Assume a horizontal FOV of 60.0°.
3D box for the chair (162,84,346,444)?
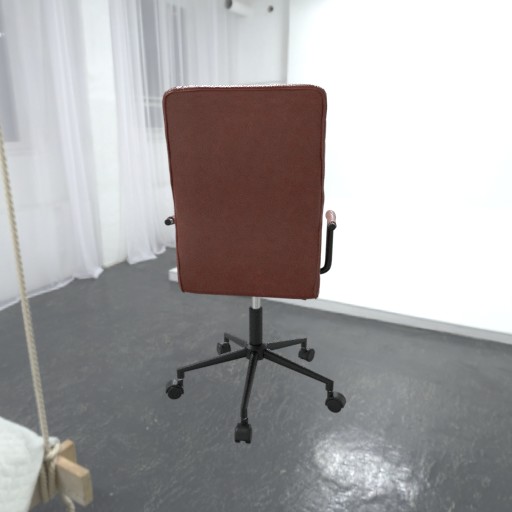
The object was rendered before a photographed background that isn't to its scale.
[{"bbox_3d":[0.000,0.000,1.410,0.608,0.979,0.580,2,15,8],"label":"chair"}]
